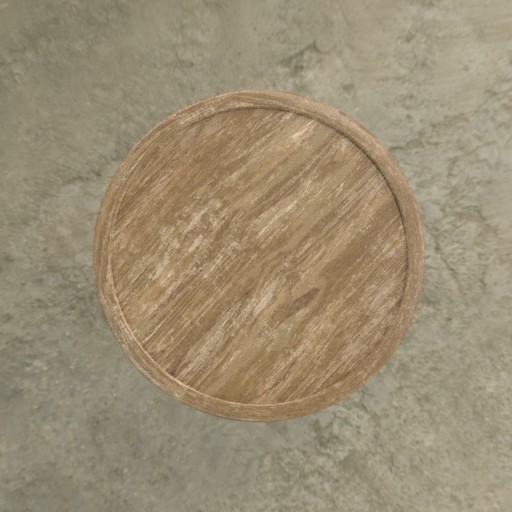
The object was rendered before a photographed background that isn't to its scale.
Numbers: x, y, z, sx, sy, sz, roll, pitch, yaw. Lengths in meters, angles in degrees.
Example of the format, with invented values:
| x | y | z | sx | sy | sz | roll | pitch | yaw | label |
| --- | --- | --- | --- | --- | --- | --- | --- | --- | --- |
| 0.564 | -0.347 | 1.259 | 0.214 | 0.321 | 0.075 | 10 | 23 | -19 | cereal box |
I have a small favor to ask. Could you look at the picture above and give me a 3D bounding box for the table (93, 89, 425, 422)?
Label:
| x | y | z | sx | sy | sz | roll | pitch | yaw | label |
| --- | --- | --- | --- | --- | --- | --- | --- | --- | --- |
| 0.000 | 0.000 | 0.773 | 0.407 | 0.482 | 0.407 | 0 | 90 | -1 | table |
